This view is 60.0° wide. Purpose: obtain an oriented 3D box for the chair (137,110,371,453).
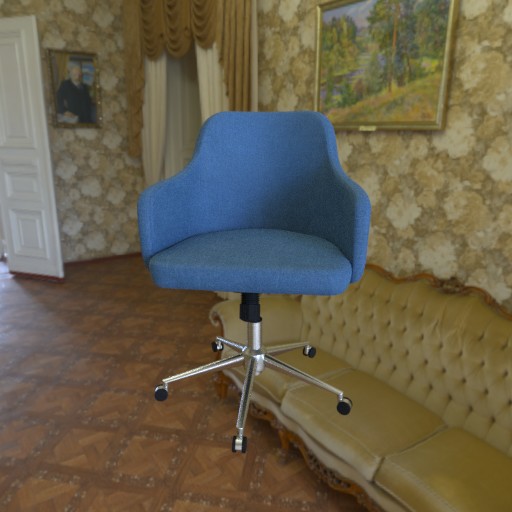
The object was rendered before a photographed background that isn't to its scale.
[{"bbox_3d":[0.000,0.000,1.270,0.599,0.820,0.655,2,15,8],"label":"chair"}]
